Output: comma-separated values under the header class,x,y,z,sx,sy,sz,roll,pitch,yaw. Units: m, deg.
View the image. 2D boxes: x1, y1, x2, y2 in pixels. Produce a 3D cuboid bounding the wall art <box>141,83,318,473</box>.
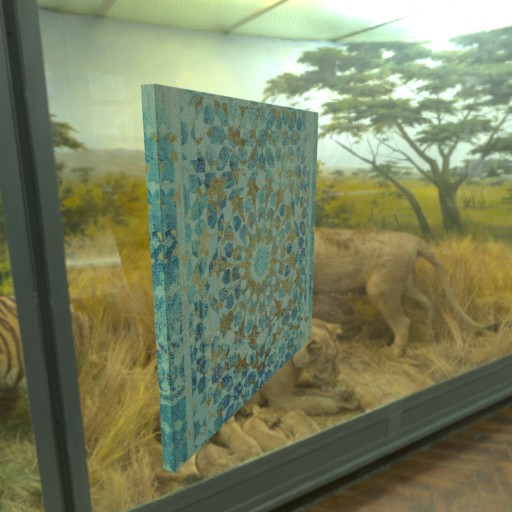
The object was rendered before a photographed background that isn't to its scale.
class,x,y,z,sx,sy,sz,roll,pitch,yaw
wall art,0.000,0.000,1.395,0.040,0.916,0.916,7,16,28
